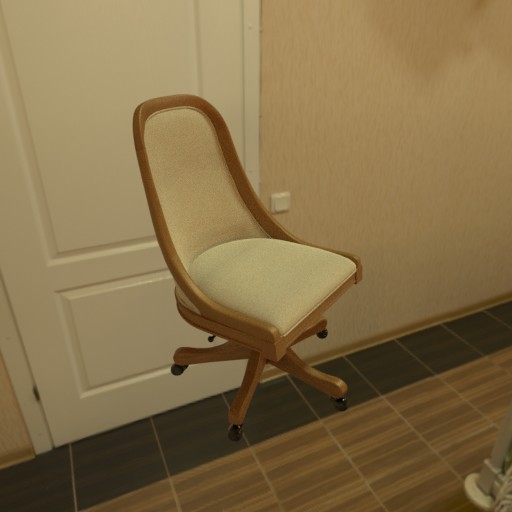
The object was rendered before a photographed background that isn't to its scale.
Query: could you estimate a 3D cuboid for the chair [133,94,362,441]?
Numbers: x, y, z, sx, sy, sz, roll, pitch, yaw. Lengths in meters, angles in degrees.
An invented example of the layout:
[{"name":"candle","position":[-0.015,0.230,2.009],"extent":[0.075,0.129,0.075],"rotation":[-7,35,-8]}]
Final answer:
[{"name":"chair","position":[0.000,0.000,1.564],"extent":[0.811,1.009,0.702],"rotation":[19,33,32]}]
